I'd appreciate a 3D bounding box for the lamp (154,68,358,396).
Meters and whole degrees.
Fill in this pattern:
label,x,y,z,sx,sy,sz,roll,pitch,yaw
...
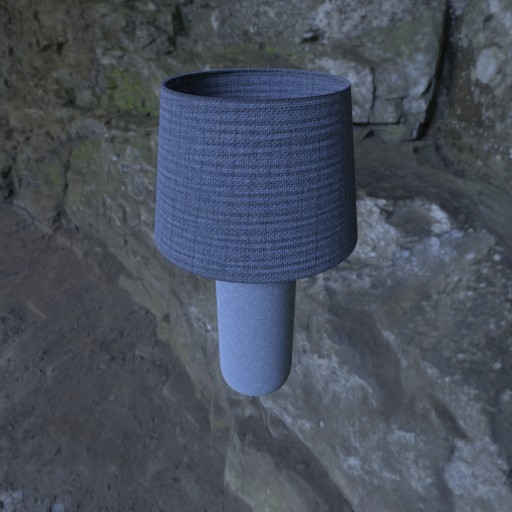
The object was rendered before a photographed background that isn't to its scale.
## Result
label,x,y,z,sx,sy,sz,roll,pitch,yaw
lamp,0.000,0.000,0.577,0.251,0.429,0.251,0,30,0
